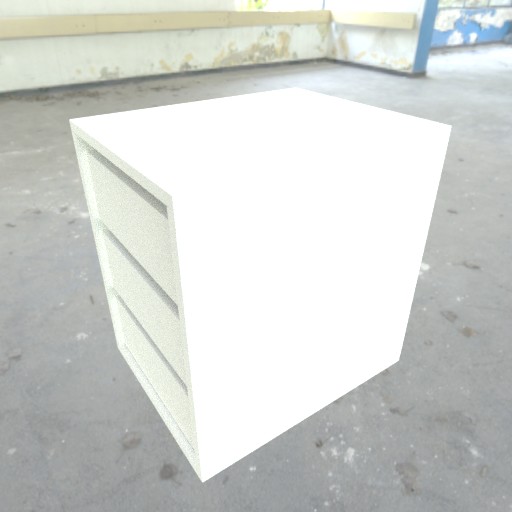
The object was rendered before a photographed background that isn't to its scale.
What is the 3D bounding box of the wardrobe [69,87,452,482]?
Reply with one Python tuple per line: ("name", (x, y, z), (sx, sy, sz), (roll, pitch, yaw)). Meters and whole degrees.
("wardrobe", (0.000, 0.000, 0.873), (0.500, 0.520, 0.400), (-20, 36, -29))
